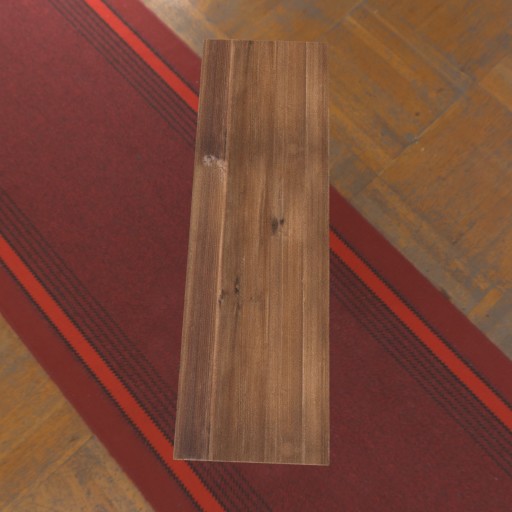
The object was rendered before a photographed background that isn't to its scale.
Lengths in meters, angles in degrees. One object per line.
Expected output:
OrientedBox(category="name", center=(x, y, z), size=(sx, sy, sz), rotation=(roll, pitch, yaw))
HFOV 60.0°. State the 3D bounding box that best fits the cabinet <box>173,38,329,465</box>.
OrientedBox(category="cabinet", center=(0.000, 0.000, 1.818), size=(0.472, 0.800, 1.400), rotation=(2, 77, 0))
